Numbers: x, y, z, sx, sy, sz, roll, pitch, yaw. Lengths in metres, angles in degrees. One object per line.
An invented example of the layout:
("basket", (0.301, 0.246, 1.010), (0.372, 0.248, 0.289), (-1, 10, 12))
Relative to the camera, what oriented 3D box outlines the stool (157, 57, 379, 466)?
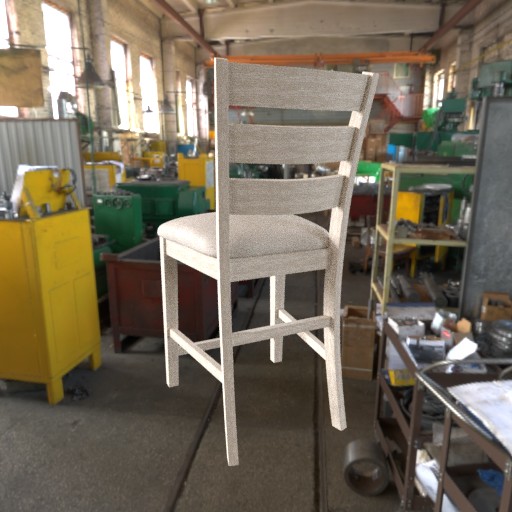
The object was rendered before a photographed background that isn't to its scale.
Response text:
("stool", (0.000, 0.000, 1.368), (0.484, 1.032, 0.569), (-7, 15, -25))
